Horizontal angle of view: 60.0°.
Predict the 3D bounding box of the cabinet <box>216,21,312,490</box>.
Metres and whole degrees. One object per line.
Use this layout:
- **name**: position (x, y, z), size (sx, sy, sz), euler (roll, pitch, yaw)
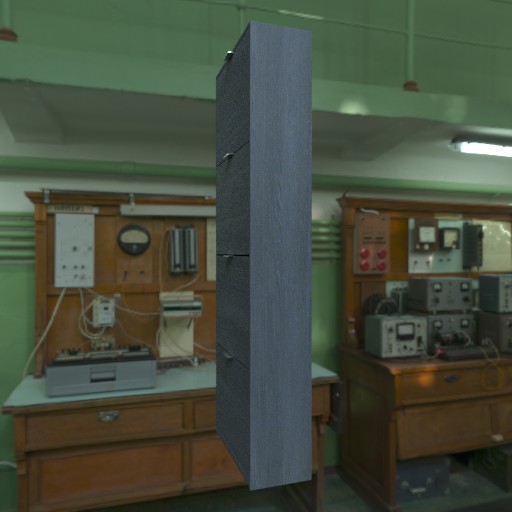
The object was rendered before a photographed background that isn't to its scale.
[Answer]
- **cabinet**: position (0.000, 0.000, 1.817), size (0.255, 1.630, 0.520), euler (0, 0, -18)
